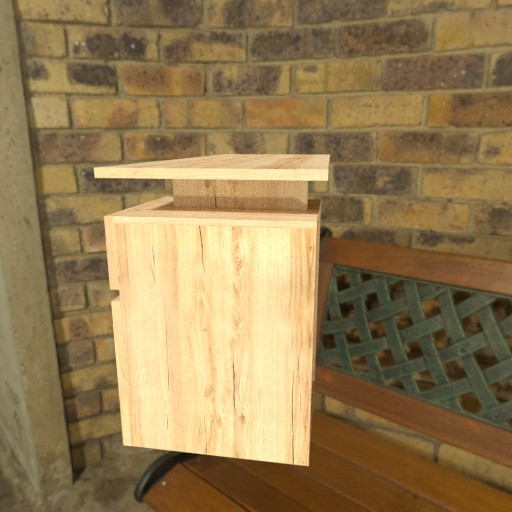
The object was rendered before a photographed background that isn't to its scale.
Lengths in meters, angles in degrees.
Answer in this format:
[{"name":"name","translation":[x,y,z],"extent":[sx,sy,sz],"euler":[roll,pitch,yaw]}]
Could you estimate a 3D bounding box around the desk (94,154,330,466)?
[{"name":"desk","translation":[0.000,0.000,1.771],"extent":[0.550,0.760,1.400],"euler":[2,14,9]}]
